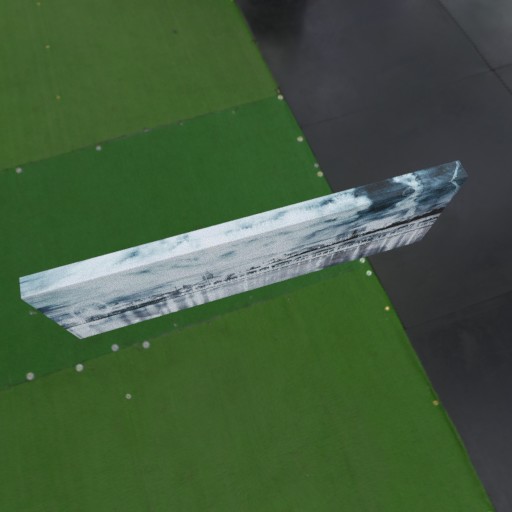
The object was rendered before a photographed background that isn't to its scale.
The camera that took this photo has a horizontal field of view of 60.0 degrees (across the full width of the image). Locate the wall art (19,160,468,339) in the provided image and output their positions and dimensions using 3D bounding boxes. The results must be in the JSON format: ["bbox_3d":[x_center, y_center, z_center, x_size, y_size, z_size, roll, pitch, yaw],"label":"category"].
[{"bbox_3d":[0.000,0.000,0.842,0.759,0.251,0.037,-16,66,-7],"label":"wall art"}]
